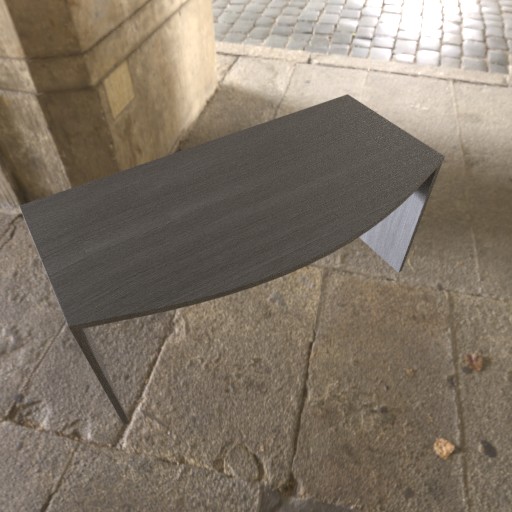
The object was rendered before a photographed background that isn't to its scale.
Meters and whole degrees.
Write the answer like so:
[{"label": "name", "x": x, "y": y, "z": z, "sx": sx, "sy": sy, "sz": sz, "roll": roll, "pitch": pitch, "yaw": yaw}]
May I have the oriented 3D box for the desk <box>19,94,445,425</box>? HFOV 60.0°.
[{"label": "desk", "x": 0.000, "y": 0.000, "z": 2.002, "sx": 1.600, "sy": 0.750, "sz": 0.802, "roll": -25, "pitch": 52, "yaw": -21}]
